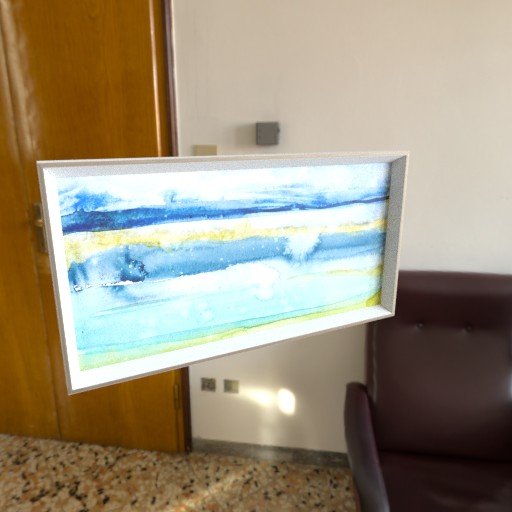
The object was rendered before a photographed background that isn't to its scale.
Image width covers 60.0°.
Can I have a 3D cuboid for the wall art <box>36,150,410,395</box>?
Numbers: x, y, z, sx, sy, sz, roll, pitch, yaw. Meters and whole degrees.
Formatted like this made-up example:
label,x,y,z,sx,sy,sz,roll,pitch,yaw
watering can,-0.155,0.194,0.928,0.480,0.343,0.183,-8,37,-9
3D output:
label,x,y,z,sx,sy,sz,roll,pitch,yaw
wall art,0.000,0.000,0.968,0.812,0.431,0.038,-8,18,-26
